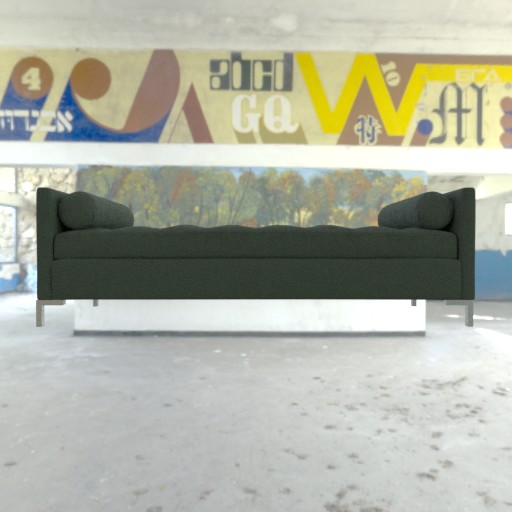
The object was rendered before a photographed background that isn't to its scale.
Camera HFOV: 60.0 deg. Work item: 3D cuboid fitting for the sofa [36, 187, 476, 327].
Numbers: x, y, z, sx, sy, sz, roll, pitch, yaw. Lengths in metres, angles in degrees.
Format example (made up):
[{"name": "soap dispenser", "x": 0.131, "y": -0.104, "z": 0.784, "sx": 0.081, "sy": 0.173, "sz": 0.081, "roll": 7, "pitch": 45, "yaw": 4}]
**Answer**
[{"name": "sofa", "x": 0.000, "y": 0.000, "z": 2.470, "sx": 2.102, "sy": 0.657, "sz": 0.797, "roll": 0, "pitch": 1, "yaw": 0}]
